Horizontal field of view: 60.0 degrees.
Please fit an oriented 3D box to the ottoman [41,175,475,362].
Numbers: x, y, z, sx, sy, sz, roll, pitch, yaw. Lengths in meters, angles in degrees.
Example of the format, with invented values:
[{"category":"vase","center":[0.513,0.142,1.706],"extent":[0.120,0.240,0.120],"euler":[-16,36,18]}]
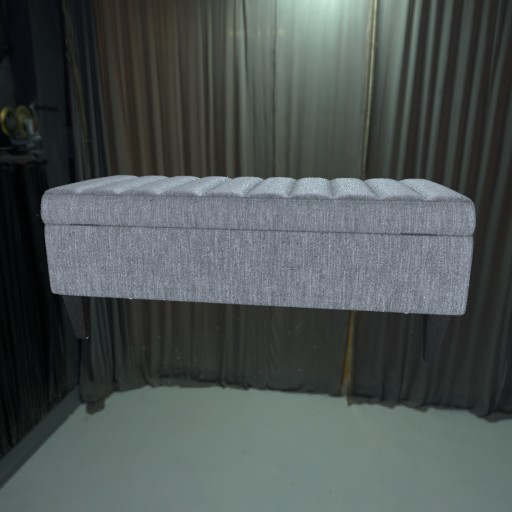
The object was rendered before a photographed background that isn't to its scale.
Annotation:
[{"category":"ottoman","center":[0.000,0.000,1.411],"extent":[1.151,0.469,0.482],"euler":[2,15,8]}]
